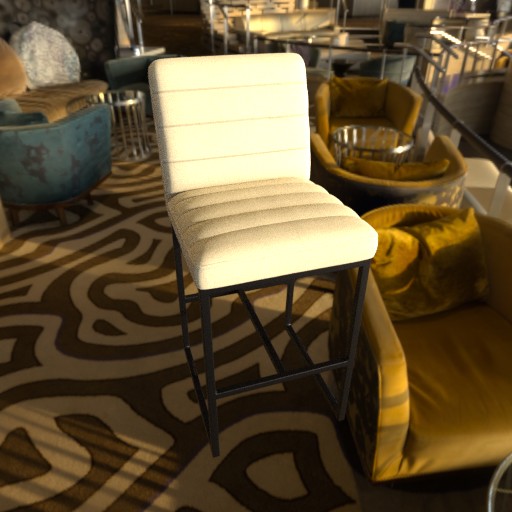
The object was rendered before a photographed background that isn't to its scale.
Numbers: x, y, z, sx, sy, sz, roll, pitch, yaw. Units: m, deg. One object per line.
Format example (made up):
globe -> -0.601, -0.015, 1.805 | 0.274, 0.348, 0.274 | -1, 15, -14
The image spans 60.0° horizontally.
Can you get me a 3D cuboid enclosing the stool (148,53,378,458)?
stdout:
stool -> 0.000, 0.000, 1.319 | 0.460, 1.040, 0.560 | -10, 33, -15
